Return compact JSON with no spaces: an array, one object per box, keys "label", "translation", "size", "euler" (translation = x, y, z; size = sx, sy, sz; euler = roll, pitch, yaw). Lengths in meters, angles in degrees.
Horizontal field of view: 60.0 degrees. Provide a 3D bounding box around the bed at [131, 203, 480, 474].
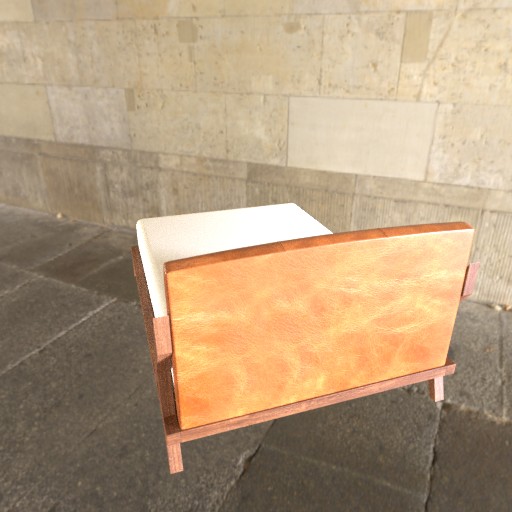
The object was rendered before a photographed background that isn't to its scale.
[{"label":"bed","translation":[0.000,0.000,3.177],"size":[1.651,1.168,2.311],"euler":[-8,26,-17]}]
